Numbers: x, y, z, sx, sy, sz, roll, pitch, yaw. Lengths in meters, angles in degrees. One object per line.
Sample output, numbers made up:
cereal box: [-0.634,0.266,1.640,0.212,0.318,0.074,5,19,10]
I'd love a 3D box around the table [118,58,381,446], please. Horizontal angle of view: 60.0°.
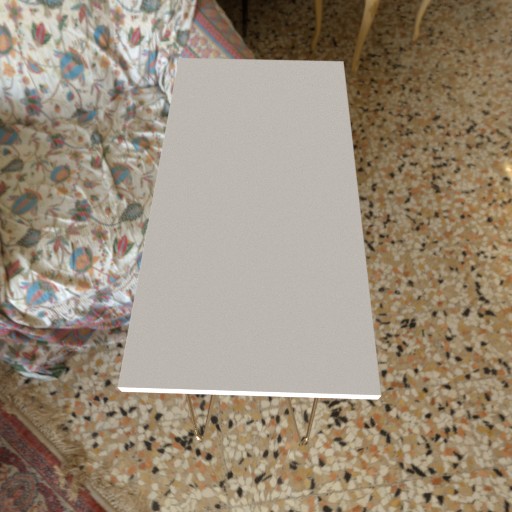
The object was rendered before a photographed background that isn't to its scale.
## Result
table: [0.000,0.000,1.368,0.498,0.660,0.991,1,59,1]
